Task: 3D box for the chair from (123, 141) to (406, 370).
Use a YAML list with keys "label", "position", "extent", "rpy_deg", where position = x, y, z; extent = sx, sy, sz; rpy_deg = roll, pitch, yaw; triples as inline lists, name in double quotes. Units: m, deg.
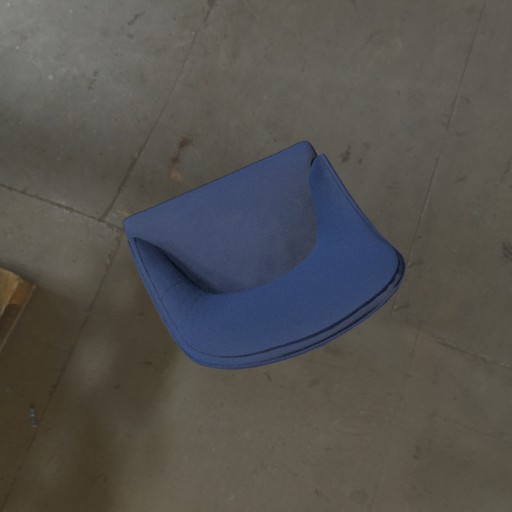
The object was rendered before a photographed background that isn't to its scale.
- label: "chair"
  position: [0.000, 0.000, 1.245]
  extent: [0.643, 0.889, 0.575]
  rpy_deg: [-25, 78, -6]
